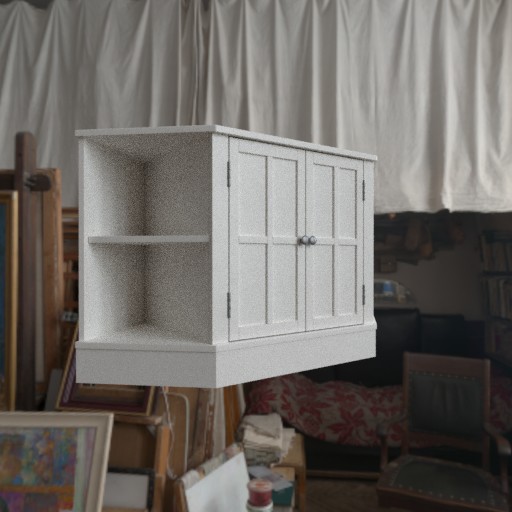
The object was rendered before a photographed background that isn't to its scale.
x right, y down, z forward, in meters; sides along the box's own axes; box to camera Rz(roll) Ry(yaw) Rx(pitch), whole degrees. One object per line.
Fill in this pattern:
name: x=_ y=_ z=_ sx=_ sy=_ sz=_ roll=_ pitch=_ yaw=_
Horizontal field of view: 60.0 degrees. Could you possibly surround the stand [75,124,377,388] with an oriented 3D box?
stand: x=0.000 y=0.000 z=1.382 sx=1.072 sy=0.614 sz=0.477 roll=0 pitch=0 yaw=-35
